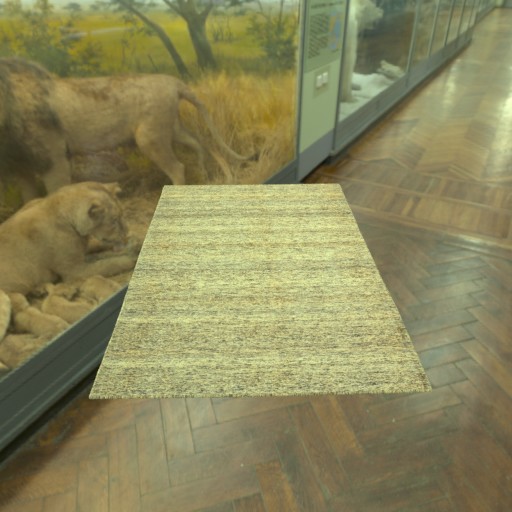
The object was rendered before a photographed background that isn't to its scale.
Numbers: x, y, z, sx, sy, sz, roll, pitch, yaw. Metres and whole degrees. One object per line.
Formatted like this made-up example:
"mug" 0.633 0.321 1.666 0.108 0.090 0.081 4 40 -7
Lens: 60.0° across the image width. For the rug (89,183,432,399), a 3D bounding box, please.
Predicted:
"rug" 0.000 0.000 2.355 1.243 0.014 1.846 -1 33 -1
